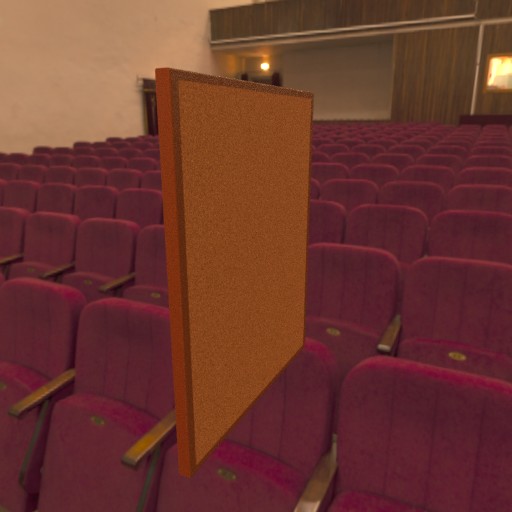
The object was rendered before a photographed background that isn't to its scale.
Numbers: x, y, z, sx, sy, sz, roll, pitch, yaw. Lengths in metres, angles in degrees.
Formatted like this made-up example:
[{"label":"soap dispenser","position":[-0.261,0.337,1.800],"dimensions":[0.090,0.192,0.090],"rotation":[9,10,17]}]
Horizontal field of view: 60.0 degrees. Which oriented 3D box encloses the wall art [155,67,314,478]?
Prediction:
[{"label":"wall art","position":[0.000,0.000,0.521],"dimensions":[0.015,0.379,0.310],"rotation":[8,18,26]}]
